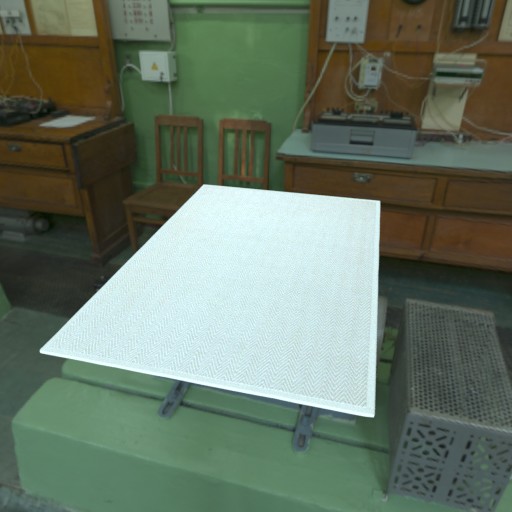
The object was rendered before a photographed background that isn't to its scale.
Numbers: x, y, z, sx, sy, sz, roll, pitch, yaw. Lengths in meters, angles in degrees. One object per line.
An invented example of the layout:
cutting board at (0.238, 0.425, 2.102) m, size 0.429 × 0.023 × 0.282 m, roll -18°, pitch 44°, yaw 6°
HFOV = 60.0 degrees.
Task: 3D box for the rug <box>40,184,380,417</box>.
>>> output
rug at (0.000, 0.000, 2.848) m, size 1.532 × 0.017 × 2.244 m, roll 7°, pitch 31°, yaw 12°
